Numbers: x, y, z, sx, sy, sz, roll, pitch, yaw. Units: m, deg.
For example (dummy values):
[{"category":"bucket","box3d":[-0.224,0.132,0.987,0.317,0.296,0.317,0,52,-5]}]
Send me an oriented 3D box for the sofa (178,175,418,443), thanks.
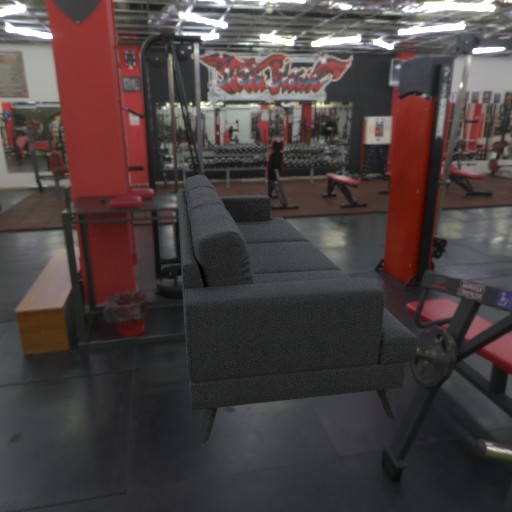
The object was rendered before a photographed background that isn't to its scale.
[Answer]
[{"category":"sofa","box3d":[0.000,0.000,2.752,0.920,0.810,2.310,-3,17,-10]}]
